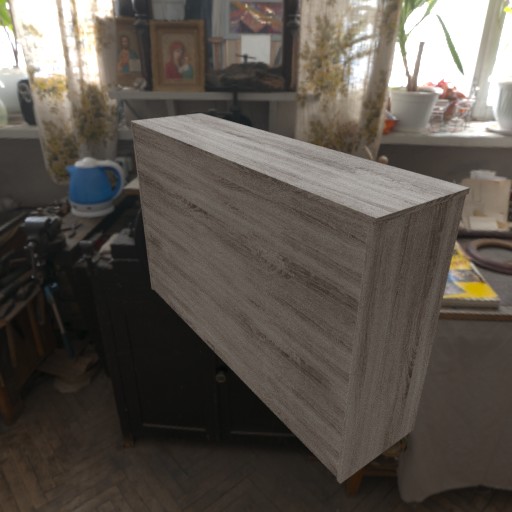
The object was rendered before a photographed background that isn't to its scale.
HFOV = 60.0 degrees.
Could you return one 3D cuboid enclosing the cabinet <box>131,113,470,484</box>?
[{"bbox_3d":[0.000,0.000,1.808,0.380,0.900,1.450,-18,32,-31],"label":"cabinet"}]
